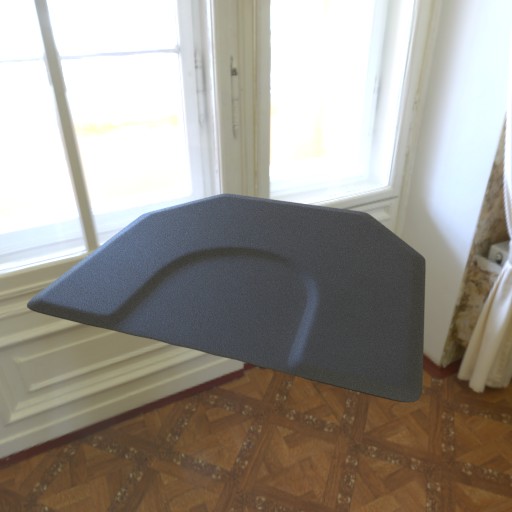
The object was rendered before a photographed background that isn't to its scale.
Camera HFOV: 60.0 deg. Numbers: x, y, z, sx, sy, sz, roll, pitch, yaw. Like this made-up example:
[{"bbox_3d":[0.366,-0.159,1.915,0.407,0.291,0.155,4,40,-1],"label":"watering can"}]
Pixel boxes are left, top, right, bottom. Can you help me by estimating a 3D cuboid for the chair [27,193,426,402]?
[{"bbox_3d":[0.000,0.000,1.889,1.372,0.024,1.219,10,32,16],"label":"chair"}]
